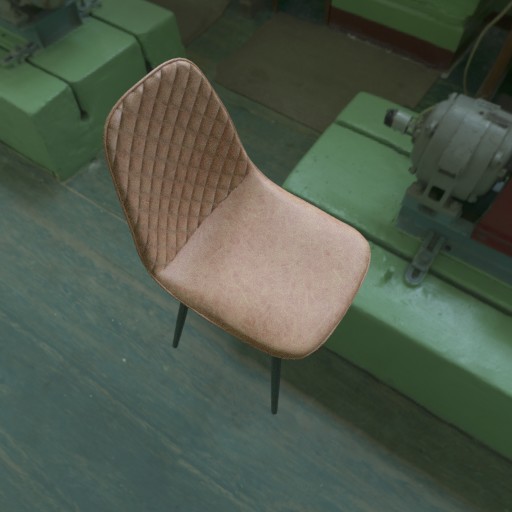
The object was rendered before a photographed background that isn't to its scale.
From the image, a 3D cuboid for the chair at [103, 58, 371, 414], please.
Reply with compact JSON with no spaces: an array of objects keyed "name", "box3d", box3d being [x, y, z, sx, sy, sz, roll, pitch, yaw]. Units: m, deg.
[{"name":"chair","box3d":[0.000,0.000,1.195,0.561,0.889,0.472,29,63,17]}]
